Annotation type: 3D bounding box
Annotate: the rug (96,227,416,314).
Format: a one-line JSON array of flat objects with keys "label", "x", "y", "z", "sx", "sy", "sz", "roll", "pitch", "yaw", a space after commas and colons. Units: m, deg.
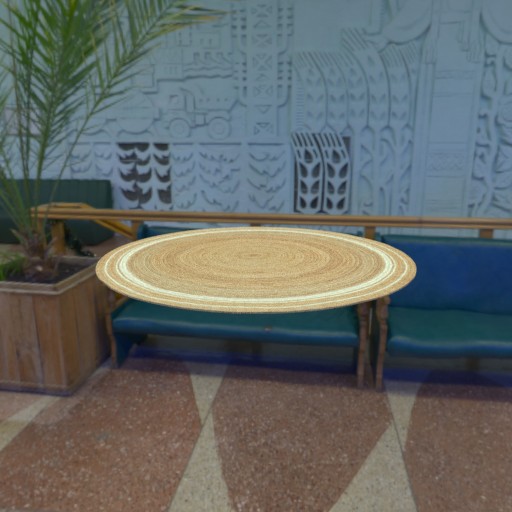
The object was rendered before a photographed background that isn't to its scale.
[{"label": "rug", "x": 0.000, "y": 0.000, "z": 3.578, "sx": 2.444, "sy": 0.015, "sz": 2.444, "roll": 0, "pitch": 15, "yaw": 0}]
